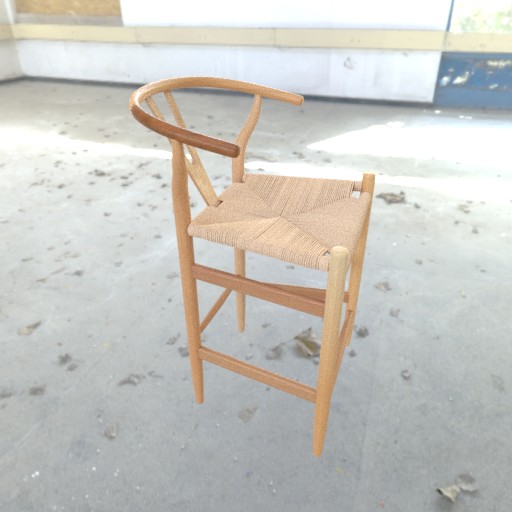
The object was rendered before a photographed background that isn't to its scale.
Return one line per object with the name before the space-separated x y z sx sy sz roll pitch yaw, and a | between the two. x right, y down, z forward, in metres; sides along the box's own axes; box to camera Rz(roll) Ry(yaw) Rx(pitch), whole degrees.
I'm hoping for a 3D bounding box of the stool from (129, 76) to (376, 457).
stool | 0.000 0.000 1.286 0.575 0.923 0.536 10 32 17
